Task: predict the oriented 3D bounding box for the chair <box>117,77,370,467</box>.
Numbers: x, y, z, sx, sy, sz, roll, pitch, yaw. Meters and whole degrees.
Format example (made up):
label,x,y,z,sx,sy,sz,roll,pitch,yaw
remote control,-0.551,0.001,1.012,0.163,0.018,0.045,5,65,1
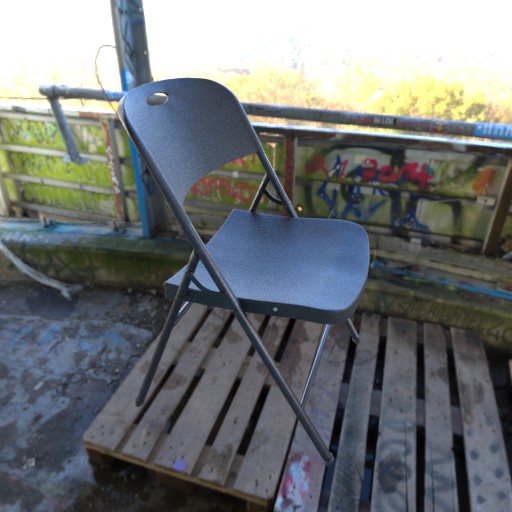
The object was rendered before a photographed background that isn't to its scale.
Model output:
label,x,y,z,sx,sy,sz,roll,pitch,yaw
chair,0.000,0.000,1.145,0.567,0.810,0.494,10,33,17
